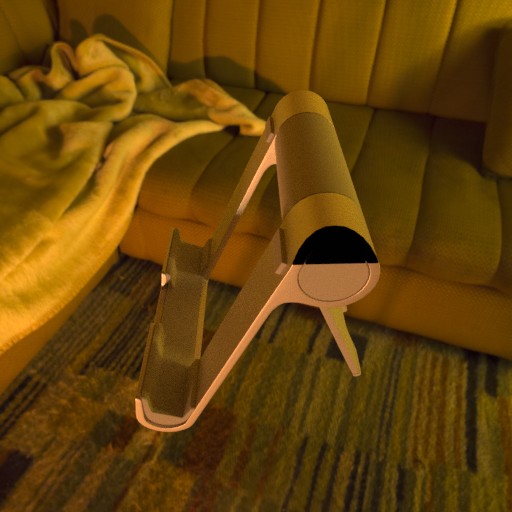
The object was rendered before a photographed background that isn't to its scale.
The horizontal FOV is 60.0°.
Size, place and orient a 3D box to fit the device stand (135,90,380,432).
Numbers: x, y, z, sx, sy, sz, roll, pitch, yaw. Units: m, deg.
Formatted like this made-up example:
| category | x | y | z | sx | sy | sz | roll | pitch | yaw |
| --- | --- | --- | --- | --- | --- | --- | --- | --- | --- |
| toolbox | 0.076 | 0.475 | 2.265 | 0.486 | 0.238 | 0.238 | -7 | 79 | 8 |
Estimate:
| category | x | y | z | sx | sy | sz | roll | pitch | yaw |
| --- | --- | --- | --- | --- | --- | --- | --- | --- | --- |
| device stand | 0.000 | 0.000 | 0.155 | 0.079 | 0.084 | 0.086 | -1 | 41 | -1 |
